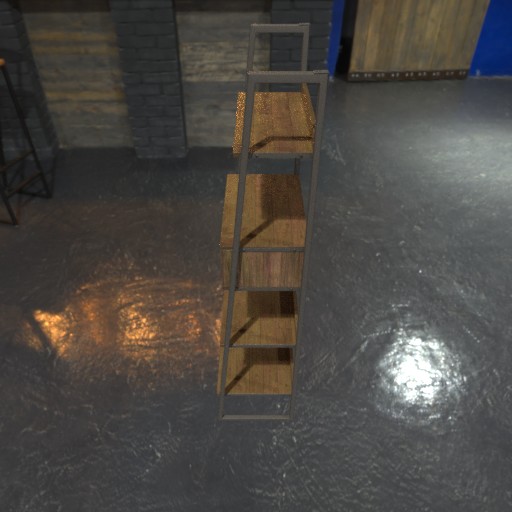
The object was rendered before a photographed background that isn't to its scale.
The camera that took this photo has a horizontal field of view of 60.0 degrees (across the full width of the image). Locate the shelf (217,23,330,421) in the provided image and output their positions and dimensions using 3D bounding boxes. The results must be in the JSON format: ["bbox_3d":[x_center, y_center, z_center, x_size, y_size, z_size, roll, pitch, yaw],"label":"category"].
[{"bbox_3d":[0.000,0.000,2.245,0.454,2.005,0.652,0,40,0],"label":"shelf"}]
